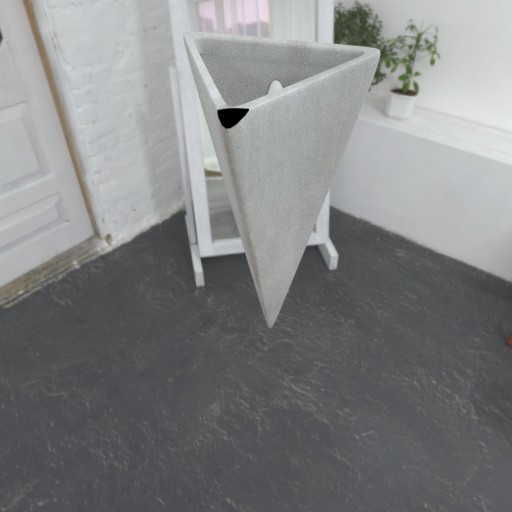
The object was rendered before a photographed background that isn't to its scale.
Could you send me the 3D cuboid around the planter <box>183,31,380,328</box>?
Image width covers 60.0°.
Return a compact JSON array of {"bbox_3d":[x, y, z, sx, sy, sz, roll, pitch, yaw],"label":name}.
[{"bbox_3d":[0.000,0.000,0.155,0.058,0.130,0.047,12,43,13],"label":"planter"}]
